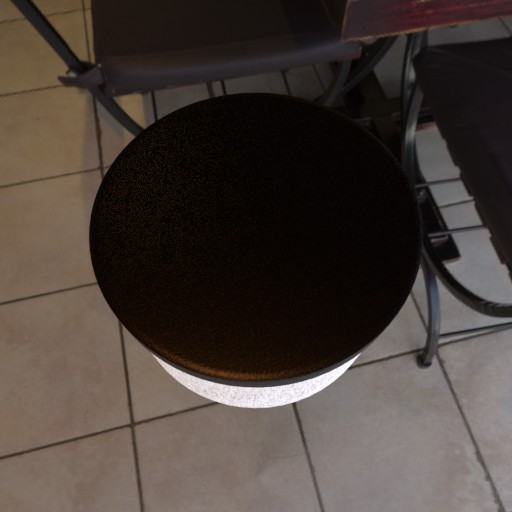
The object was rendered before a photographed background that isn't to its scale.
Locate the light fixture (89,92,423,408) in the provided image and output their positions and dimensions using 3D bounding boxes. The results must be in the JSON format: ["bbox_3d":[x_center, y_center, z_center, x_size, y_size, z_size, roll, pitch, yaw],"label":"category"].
[{"bbox_3d":[0.000,0.000,0.624,0.389,0.229,0.389,0,64,0],"label":"light fixture"}]
